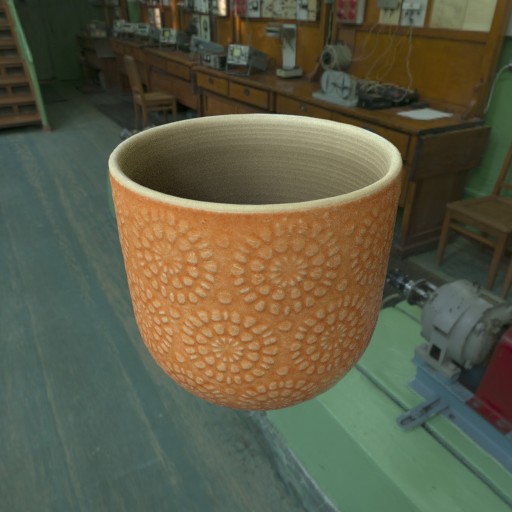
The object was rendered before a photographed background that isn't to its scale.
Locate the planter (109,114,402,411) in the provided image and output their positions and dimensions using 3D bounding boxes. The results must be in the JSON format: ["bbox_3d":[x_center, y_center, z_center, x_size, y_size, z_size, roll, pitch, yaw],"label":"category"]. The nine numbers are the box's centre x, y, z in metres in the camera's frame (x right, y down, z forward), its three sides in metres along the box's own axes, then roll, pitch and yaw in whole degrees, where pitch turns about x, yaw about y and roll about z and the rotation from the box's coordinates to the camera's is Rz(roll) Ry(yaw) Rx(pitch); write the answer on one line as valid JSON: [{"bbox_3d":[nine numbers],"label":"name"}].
[{"bbox_3d":[0.000,0.000,0.290,0.170,0.152,0.170,0,31,0],"label":"planter"}]
